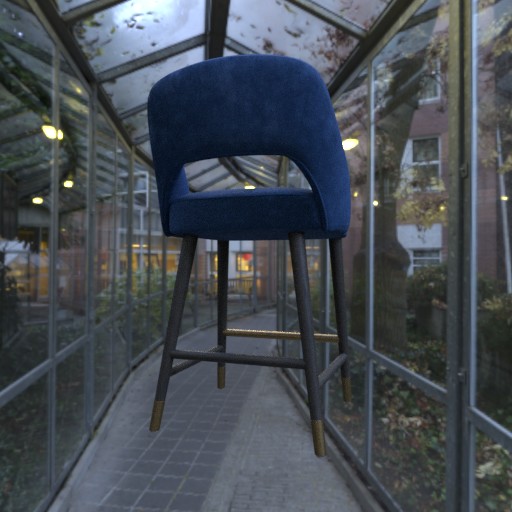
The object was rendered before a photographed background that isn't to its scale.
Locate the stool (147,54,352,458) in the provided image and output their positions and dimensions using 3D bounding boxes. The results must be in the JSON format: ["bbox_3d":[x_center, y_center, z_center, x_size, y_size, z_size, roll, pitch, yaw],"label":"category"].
[{"bbox_3d":[0.000,0.000,1.260,0.536,0.925,0.524,0,-1,20],"label":"stool"}]
